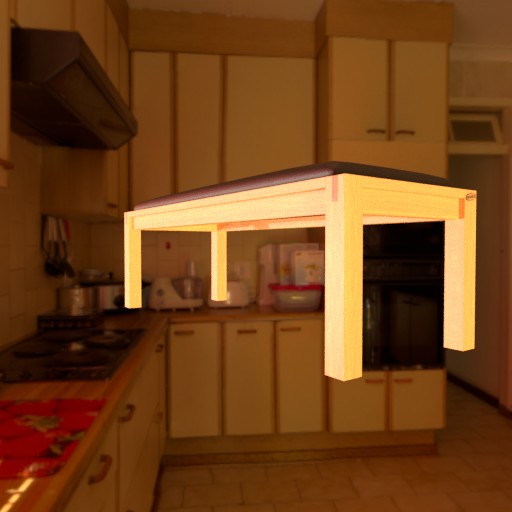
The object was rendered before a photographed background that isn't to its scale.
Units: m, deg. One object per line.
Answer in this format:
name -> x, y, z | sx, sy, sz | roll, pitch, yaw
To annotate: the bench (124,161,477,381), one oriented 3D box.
bench -> 0.000, 0.000, 1.428 | 0.450, 0.430, 1.202 | -1, 2, -35
